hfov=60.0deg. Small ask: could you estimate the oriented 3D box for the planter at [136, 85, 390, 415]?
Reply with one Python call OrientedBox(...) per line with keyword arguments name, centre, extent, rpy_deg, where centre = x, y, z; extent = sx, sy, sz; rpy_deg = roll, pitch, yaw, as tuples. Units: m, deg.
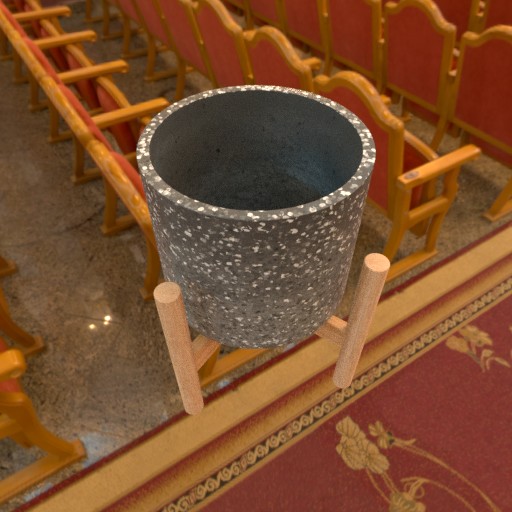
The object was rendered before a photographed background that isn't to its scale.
OrientedBox(name="planter", centre=(0.000, 0.000, 0.535), extent=(0.284, 0.320, 0.284), rpy_deg=(-25, 52, -22))
